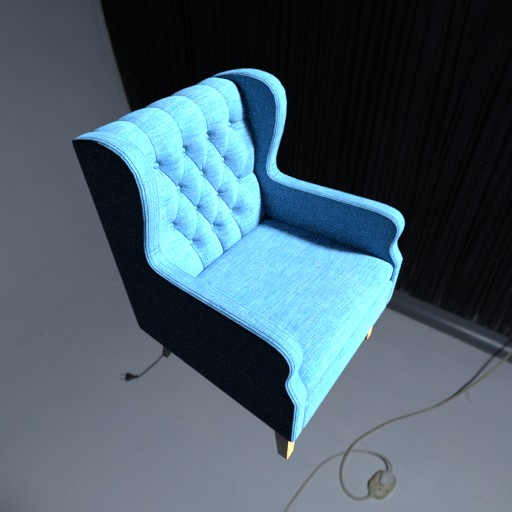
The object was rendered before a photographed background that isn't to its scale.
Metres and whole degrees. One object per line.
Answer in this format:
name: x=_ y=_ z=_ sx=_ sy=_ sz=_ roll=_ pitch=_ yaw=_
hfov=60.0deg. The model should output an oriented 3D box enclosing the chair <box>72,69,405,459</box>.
chair: x=0.000 y=0.000 z=1.477 sx=0.775 sy=0.952 sz=0.711 roll=26 pitch=47 yaw=26
